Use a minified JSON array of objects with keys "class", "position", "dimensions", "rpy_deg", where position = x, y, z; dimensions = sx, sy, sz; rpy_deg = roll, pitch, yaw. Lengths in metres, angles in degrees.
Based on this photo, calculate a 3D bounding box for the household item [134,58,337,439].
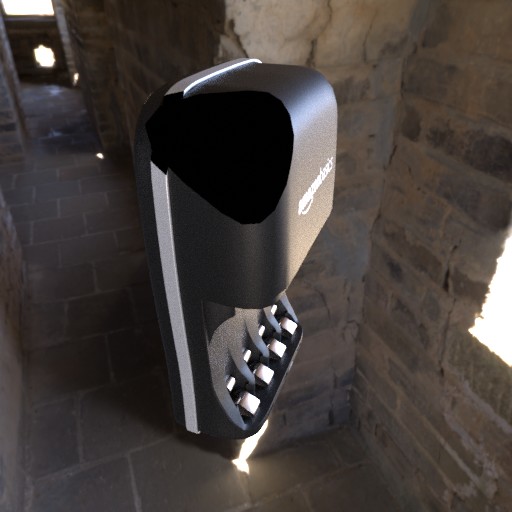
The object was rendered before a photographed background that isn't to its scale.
[{"class":"household item","position":[0.000,0.000,0.145],"dimensions":[0.038,0.114,0.070],"rpy_deg":[12,34,18]}]
